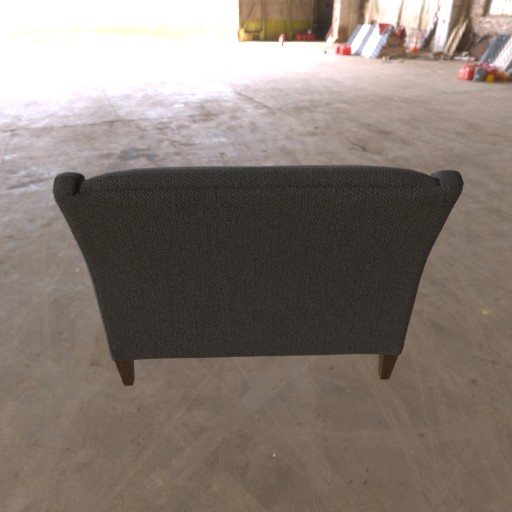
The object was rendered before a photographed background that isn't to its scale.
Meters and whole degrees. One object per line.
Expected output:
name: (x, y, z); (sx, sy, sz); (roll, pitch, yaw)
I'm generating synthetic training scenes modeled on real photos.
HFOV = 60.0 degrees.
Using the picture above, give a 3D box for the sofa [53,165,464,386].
sofa: (0.000, 0.000, 1.900); (1.242, 1.022, 0.873); (-1, 30, -2)
